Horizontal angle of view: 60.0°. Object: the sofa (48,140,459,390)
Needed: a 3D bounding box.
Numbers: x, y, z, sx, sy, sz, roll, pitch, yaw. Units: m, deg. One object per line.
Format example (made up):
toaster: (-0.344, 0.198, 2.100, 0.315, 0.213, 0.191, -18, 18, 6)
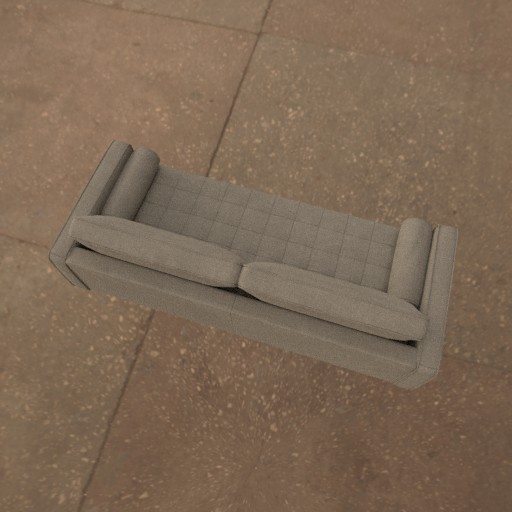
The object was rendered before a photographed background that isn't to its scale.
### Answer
sofa: (0.000, 0.000, 2.687, 2.211, 0.762, 0.914, 16, 65, 7)
